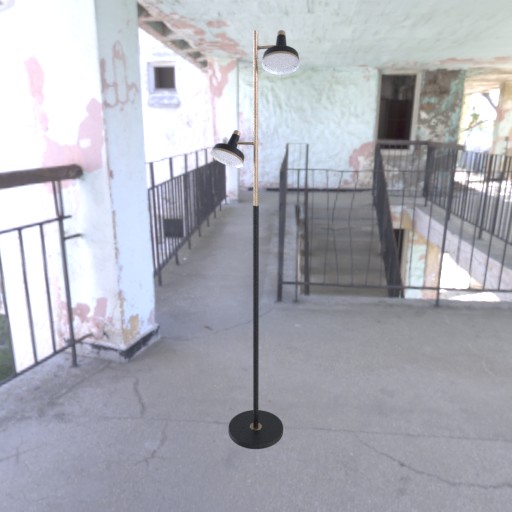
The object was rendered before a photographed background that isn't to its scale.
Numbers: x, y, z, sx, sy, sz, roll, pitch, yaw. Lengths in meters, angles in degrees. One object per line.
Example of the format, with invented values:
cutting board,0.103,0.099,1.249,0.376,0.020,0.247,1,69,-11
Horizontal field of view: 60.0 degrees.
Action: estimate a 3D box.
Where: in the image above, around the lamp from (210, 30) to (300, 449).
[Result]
lamp,0.000,0.000,1.814,0.351,1.674,0.253,8,18,25
